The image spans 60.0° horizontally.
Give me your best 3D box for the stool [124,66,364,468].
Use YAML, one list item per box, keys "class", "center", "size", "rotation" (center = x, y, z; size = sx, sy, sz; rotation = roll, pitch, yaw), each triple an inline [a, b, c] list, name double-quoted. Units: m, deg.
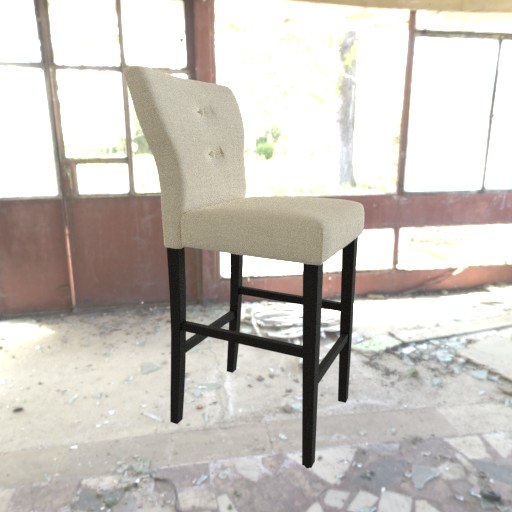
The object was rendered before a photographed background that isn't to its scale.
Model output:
- class: "stool"
  center: [0.000, 0.000, 1.440]
  size: [0.603, 1.124, 0.516]
  rotation: [7, 16, 26]
